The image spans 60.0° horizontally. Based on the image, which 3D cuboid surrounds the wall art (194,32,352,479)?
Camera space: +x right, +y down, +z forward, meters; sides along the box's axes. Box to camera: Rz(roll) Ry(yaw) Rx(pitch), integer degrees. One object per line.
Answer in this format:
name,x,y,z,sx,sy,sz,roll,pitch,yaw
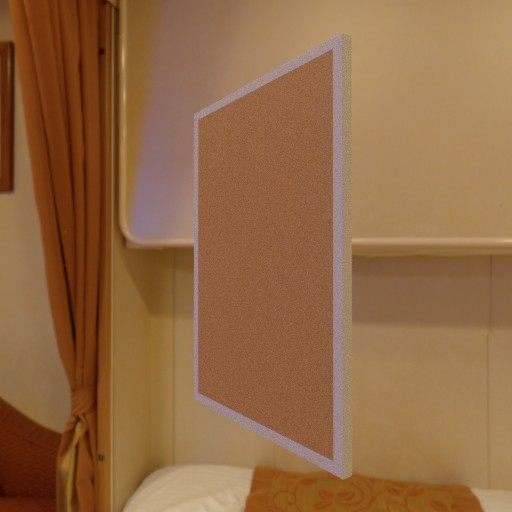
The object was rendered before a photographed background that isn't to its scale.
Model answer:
wall art,0.000,0.000,0.555,0.013,0.433,0.303,0,0,-36
